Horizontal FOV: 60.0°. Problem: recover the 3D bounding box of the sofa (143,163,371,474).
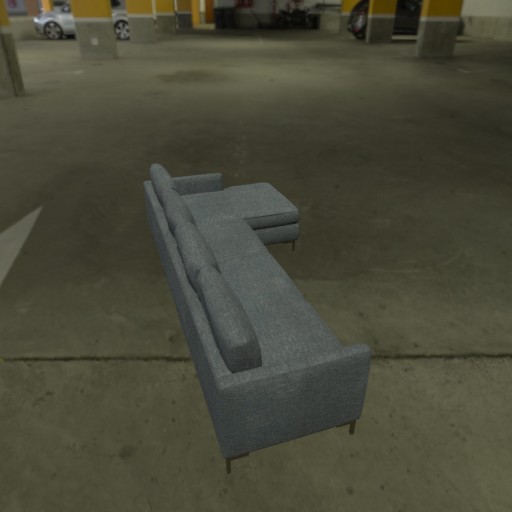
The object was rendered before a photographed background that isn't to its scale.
[{"bbox_3d":[0.000,0.000,3.435,1.350,0.810,2.932,-10,31,-17],"label":"sofa"}]
